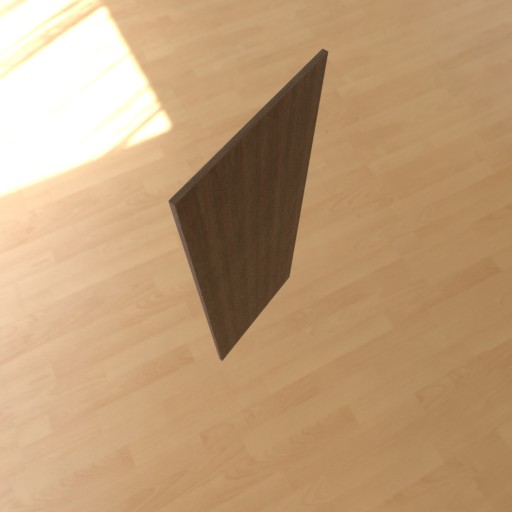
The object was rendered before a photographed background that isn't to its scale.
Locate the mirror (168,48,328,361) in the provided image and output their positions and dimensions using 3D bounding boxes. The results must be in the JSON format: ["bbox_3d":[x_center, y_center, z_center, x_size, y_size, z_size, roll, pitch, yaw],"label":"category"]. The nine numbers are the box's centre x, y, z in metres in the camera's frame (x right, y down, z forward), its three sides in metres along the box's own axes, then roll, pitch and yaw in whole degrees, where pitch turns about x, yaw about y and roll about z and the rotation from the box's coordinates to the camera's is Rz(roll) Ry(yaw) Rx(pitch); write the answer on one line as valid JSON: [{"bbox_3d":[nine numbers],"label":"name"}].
[{"bbox_3d":[0.000,0.000,2.352,0.025,2.032,0.812,35,69,15],"label":"mirror"}]
